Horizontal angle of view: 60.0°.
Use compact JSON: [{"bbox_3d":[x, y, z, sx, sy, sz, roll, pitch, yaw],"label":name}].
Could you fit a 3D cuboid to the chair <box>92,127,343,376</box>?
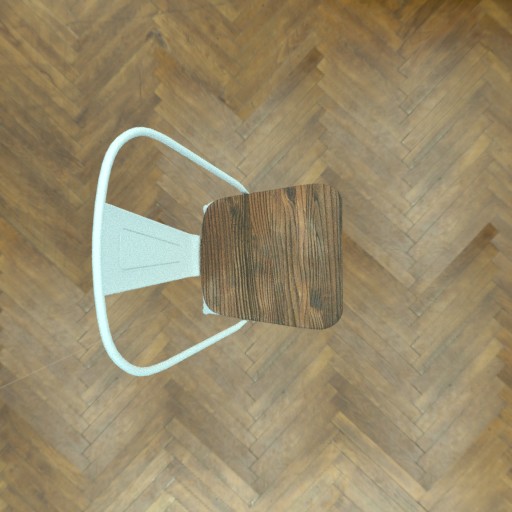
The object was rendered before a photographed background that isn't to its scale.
[{"bbox_3d":[0.000,0.000,1.125,0.521,0.851,0.452,0,88,0],"label":"chair"}]
